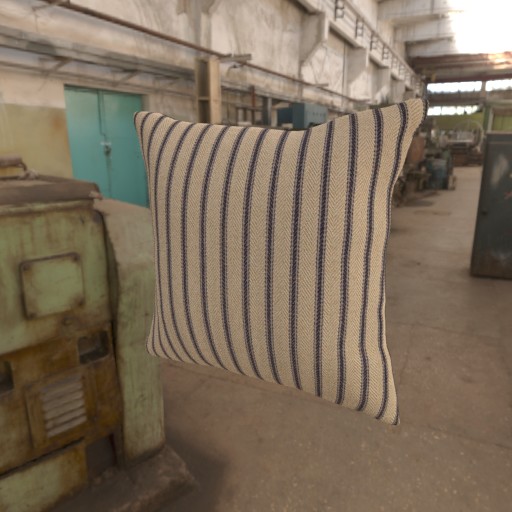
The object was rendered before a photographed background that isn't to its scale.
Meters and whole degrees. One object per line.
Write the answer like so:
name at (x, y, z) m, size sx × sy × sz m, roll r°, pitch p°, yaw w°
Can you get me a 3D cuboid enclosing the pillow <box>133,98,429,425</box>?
pillow at (0.000, 0.000, 0.686) m, size 0.468 × 0.444 × 0.138 m, roll 8°, pitch 17°, yaw 27°
